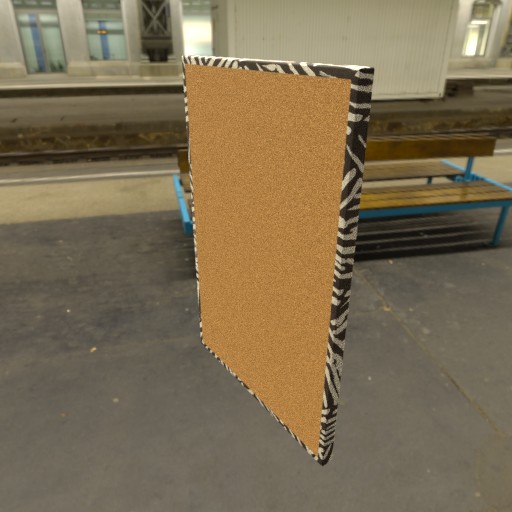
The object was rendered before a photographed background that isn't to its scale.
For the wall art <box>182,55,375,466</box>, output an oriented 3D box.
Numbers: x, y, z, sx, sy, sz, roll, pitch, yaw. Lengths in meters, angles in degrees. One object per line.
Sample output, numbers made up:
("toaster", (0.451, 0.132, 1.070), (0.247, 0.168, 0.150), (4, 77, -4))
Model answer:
("wall art", (0.000, 0.000, 1.134), (0.035, 0.918, 0.615), (-18, 31, -31))
